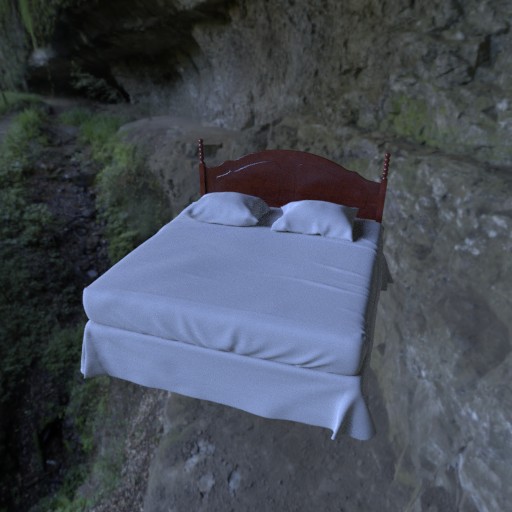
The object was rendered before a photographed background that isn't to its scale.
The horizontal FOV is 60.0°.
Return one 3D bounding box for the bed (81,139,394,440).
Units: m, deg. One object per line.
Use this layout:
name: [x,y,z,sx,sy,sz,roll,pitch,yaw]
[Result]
bed: [0.000,0.000,3.699,2.322,1.355,2.219,8,28,16]
